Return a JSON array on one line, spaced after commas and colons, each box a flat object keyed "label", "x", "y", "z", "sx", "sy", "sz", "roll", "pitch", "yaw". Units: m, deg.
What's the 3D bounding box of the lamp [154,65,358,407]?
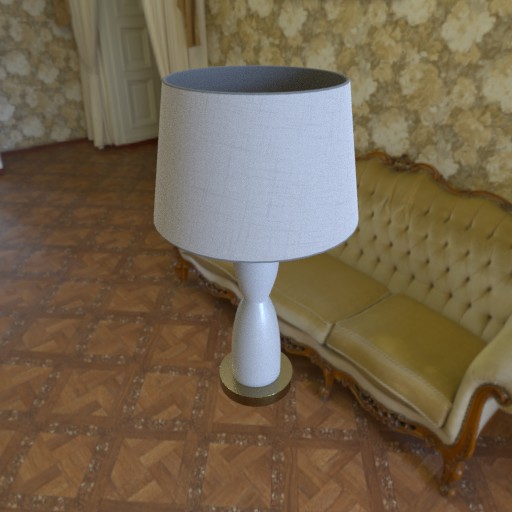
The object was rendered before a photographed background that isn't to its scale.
[{"label": "lamp", "x": 0.000, "y": 0.000, "z": 0.721, "sx": 0.309, "sy": 0.545, "sz": 0.309, "roll": 0, "pitch": 30, "yaw": 0}]
